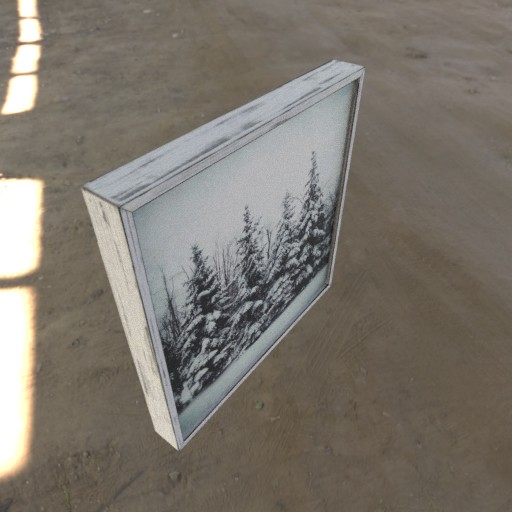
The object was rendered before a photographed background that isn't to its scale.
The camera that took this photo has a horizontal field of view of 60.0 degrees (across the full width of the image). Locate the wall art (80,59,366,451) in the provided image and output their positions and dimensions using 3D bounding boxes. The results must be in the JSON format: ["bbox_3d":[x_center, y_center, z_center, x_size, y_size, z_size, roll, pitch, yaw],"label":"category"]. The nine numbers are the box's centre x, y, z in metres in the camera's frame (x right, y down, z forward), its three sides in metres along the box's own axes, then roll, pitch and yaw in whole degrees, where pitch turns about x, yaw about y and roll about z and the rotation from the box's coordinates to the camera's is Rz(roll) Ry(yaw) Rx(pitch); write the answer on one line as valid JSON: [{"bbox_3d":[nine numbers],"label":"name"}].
[{"bbox_3d":[0.000,0.000,0.452,0.036,0.303,0.303,27,48,27],"label":"wall art"}]
